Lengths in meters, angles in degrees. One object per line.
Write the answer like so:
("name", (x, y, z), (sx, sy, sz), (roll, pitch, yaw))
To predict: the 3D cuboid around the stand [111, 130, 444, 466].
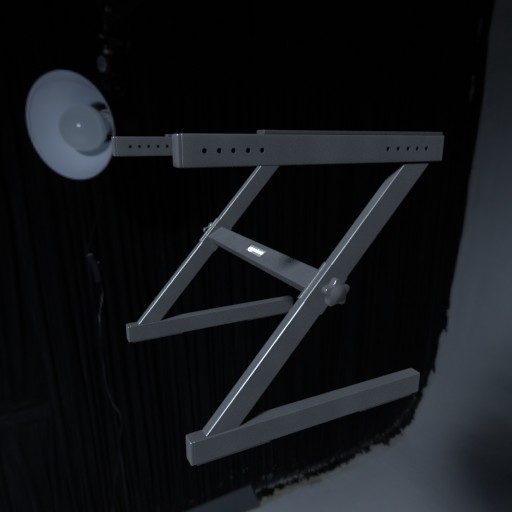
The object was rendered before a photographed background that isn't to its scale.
("stand", (0.000, 0.000, 1.156), (0.586, 0.617, 0.700), (-7, 16, -26))
